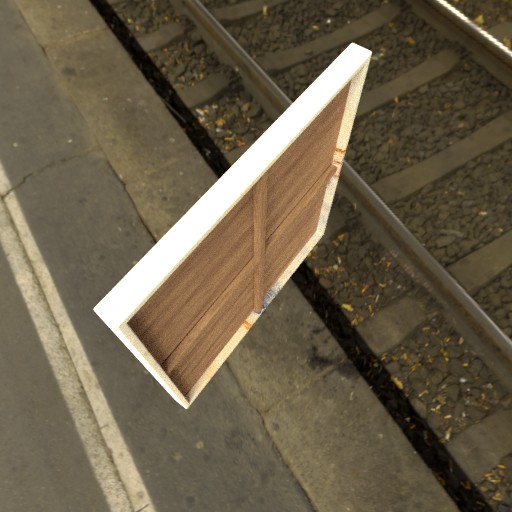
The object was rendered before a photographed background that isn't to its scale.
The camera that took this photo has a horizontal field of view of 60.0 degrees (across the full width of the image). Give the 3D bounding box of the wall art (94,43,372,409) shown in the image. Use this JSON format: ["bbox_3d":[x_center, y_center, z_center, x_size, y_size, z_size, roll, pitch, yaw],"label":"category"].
[{"bbox_3d":[0.000,0.000,1.592,0.071,1.061,1.061,33,67,16],"label":"wall art"}]
